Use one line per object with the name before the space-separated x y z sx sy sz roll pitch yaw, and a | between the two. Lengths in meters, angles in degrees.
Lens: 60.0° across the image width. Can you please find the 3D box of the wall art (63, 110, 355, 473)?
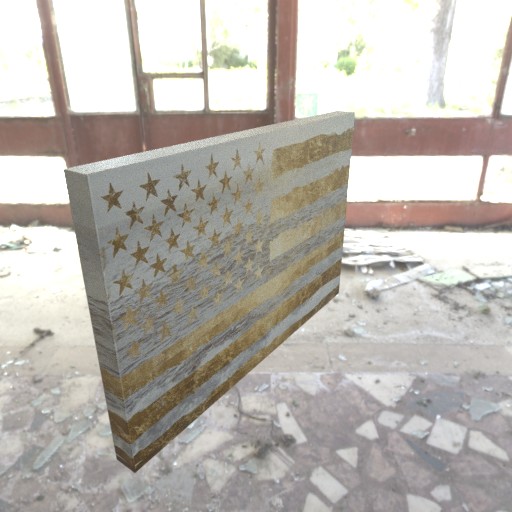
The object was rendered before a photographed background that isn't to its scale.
wall art | 0.000 0.000 0.743 0.041 0.407 0.606 17 30 32
